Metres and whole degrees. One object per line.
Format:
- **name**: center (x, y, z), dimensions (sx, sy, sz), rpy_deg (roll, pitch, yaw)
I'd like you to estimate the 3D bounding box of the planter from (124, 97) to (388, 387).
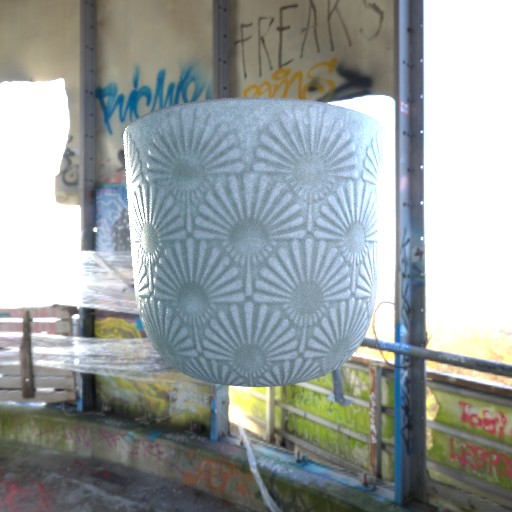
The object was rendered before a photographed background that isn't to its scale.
- **planter**: center (0.000, 0.000, 0.296), dimensions (0.170, 0.152, 0.170), rpy_deg (0, 0, 0)
